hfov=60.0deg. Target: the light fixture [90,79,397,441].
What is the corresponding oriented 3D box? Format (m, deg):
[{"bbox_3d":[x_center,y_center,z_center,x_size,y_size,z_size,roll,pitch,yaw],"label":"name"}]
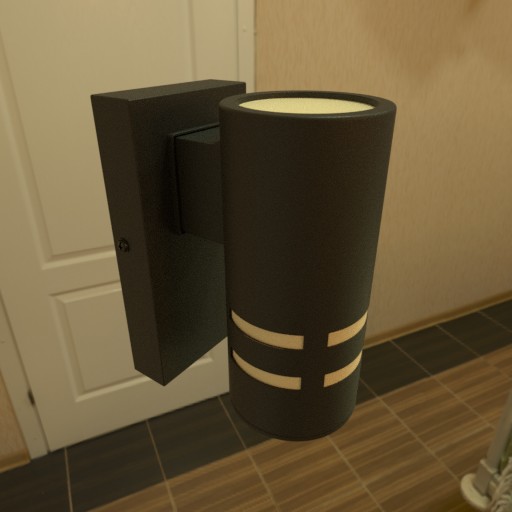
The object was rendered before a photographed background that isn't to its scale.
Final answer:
[{"bbox_3d":[0.000,0.000,0.260,0.138,0.179,0.098,18,33,31],"label":"light fixture"}]
